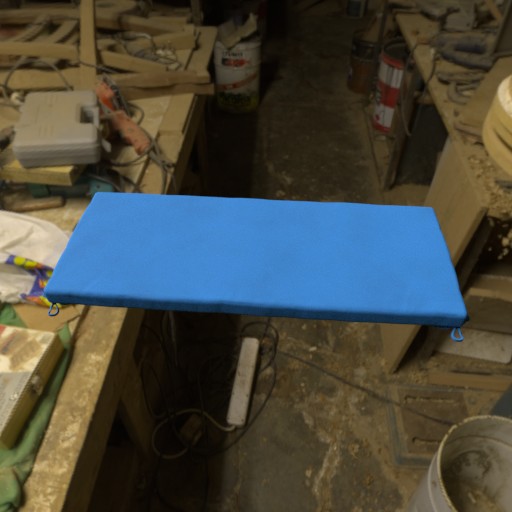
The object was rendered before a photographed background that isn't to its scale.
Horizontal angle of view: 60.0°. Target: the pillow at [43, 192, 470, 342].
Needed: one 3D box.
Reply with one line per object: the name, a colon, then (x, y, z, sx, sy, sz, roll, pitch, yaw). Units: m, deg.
pillow: (0.000, 0.000, 1.341, 1.187, 0.081, 0.492, 3, 45, 3)
